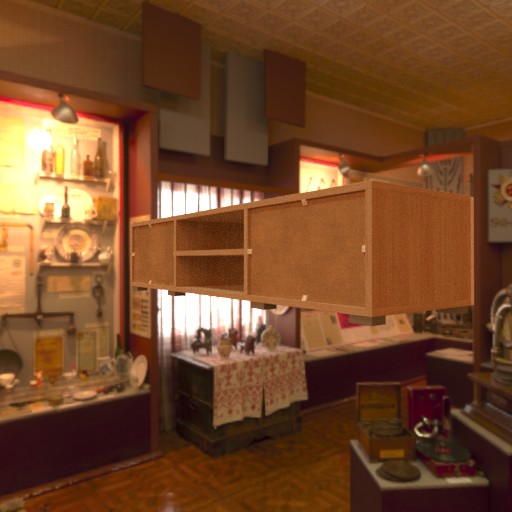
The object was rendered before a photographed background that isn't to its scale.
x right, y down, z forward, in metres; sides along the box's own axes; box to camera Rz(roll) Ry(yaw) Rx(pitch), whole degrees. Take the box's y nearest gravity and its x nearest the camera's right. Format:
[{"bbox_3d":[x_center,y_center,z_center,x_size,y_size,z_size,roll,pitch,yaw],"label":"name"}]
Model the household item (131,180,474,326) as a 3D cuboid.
[{"bbox_3d":[0.000,0.000,1.624,0.420,0.310,1.400,0,-1,-36],"label":"household item"}]
